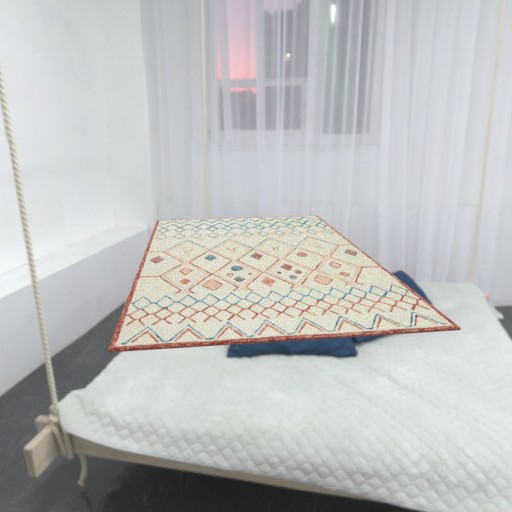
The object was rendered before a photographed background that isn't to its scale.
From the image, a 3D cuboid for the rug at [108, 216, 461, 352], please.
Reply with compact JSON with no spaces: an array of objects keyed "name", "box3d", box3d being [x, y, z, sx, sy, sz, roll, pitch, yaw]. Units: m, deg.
[{"name":"rug","box3d":[0.000,0.000,3.030,1.524,0.015,2.438,-2,17,-7]}]
